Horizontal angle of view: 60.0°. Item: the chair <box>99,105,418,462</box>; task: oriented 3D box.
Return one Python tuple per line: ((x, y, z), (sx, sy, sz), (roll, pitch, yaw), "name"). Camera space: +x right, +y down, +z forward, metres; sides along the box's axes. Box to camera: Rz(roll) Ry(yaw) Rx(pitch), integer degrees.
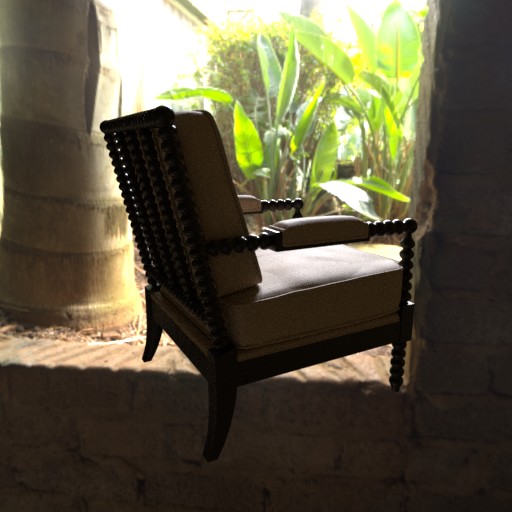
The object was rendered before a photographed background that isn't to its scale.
((0.000, 0.000, 1.171), (0.657, 0.703, 0.555), (-7, 16, -28), "chair")
